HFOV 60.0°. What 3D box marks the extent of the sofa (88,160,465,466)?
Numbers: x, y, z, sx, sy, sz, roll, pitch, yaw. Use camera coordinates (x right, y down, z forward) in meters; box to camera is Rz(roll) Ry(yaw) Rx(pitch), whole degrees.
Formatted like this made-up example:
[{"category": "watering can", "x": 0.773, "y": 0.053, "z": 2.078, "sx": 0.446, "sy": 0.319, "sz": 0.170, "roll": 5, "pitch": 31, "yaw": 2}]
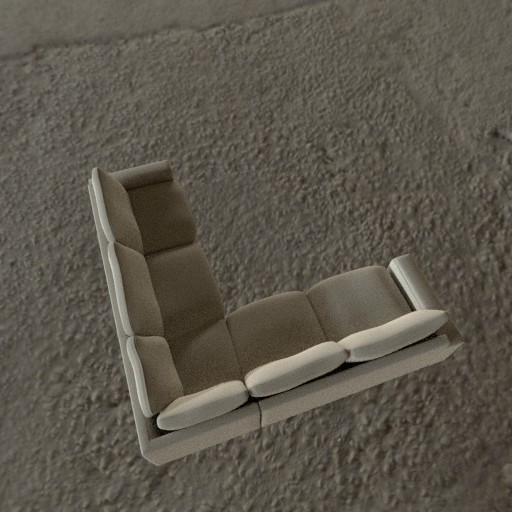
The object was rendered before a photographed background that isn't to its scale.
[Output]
[{"category": "sofa", "x": 0.000, "y": 0.000, "z": 4.779, "sx": 3.066, "sy": 0.918, "sz": 3.206, "roll": -17, "pitch": 60, "yaw": -10}]
